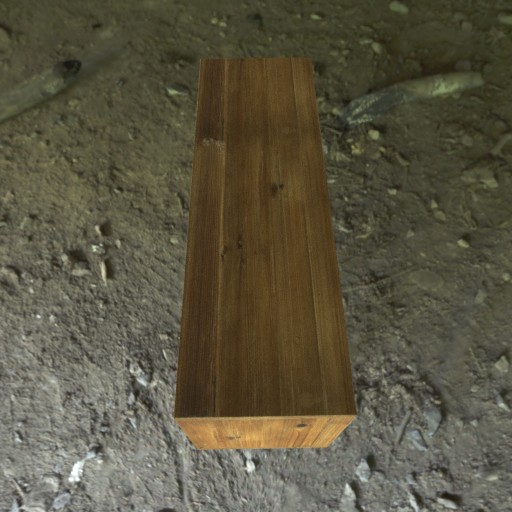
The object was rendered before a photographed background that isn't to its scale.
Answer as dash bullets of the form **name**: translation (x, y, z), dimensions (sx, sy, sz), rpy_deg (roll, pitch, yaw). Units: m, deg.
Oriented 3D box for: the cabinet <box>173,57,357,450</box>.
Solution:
- **cabinet**: translation (0.000, 0.000, 1.785), dimensions (0.472, 0.800, 1.400), rpy_deg (-1, 59, 0)
